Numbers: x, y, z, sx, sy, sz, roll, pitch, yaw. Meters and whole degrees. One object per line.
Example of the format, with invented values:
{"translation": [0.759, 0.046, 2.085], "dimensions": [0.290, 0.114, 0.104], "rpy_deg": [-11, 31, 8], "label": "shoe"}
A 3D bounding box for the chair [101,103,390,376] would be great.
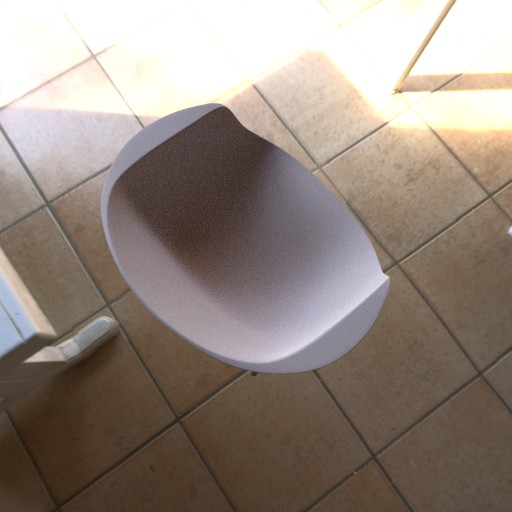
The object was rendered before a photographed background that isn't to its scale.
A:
{"translation": [0.000, 0.000, 1.134], "dimensions": [0.504, 0.781, 0.593], "rpy_deg": [-40, 80, -9], "label": "chair"}
